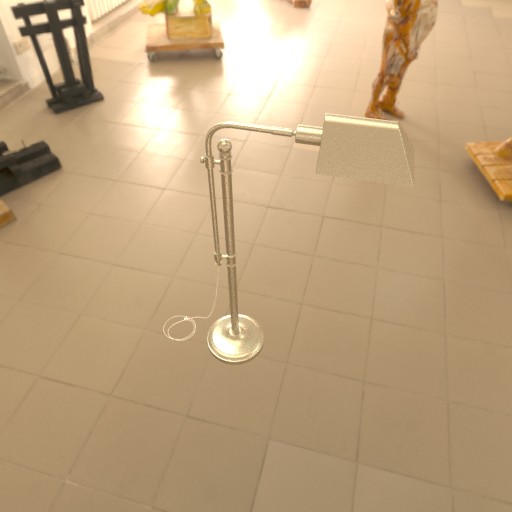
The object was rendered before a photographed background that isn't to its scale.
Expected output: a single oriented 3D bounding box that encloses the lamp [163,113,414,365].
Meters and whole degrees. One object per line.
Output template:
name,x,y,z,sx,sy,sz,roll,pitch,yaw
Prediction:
lamp,0.000,0.000,0.985,0.546,0.708,0.159,11,47,10
